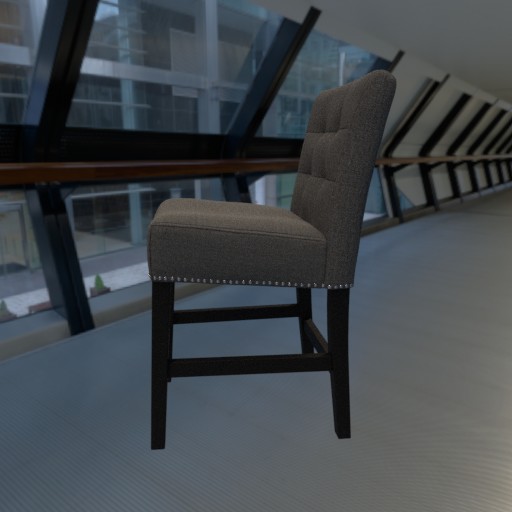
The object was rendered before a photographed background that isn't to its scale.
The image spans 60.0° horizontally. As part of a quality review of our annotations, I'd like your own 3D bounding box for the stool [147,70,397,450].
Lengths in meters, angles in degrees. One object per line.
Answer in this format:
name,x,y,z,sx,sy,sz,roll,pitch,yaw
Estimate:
stool,0.000,0.000,1.187,0.571,0.885,0.427,-2,14,-8
